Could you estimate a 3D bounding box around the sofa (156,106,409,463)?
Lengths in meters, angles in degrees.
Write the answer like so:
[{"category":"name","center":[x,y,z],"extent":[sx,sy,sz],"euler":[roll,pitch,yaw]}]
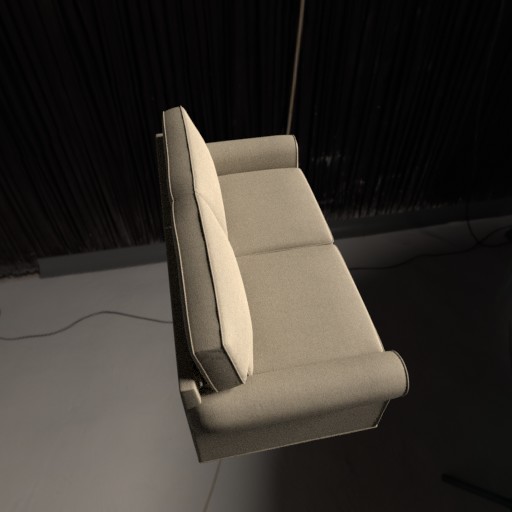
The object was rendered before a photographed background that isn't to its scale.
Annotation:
[{"category":"sofa","center":[0.000,0.000,2.276],"extent":[0.861,0.933,1.774],"euler":[-9,48,-8]}]
